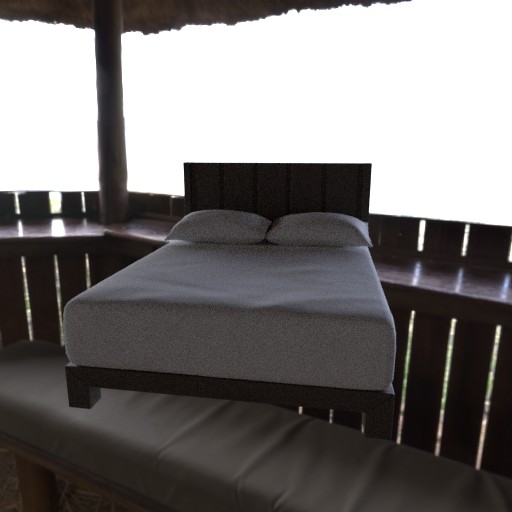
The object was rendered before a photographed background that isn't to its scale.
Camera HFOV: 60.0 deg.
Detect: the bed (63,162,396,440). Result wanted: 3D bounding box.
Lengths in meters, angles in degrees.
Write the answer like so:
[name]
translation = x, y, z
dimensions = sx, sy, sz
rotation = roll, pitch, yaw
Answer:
[bed]
translation = 0.000, 0.000, 3.216
dimensions = 1.727, 1.270, 2.242
rotation = 2, 14, 9
